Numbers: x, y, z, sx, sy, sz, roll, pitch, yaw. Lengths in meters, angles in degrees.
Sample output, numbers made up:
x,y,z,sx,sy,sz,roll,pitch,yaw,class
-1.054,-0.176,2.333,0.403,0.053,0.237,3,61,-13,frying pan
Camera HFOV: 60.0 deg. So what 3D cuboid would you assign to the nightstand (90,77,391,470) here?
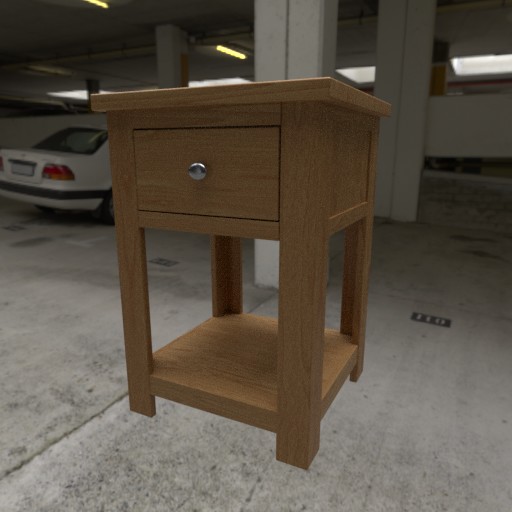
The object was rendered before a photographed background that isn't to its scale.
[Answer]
x,y,z,sx,sy,sz,roll,pitch,yaw,class
0.000,0.000,0.919,0.428,0.614,0.418,7,15,26,nightstand
